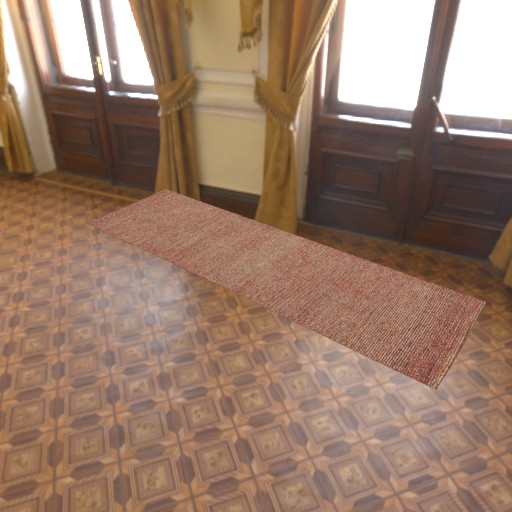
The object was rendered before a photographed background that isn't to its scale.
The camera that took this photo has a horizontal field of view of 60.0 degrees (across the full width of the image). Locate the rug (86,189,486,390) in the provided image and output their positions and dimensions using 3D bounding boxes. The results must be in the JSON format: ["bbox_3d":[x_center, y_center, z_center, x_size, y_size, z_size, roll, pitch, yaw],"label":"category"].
[{"bbox_3d":[0.000,0.000,2.579,2.353,0.013,0.718,22,37,32],"label":"rug"}]
